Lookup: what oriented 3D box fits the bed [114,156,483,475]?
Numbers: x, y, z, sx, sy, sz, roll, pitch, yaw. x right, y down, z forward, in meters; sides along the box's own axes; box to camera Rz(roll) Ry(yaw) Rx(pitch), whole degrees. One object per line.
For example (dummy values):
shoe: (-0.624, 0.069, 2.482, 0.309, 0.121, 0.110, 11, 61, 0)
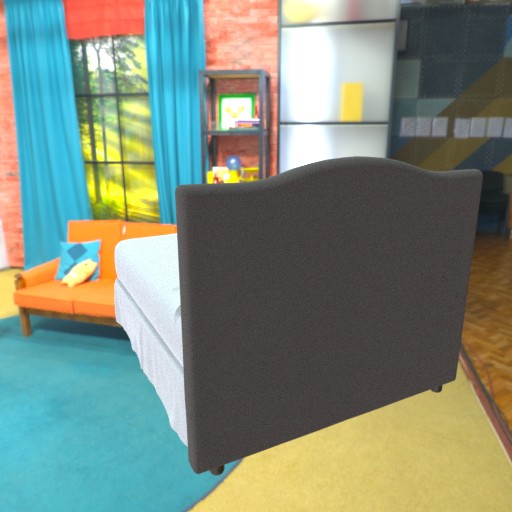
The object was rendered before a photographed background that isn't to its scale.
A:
bed: (0.000, 0.000, 2.973, 1.666, 1.387, 2.036, -8, 17, -27)
